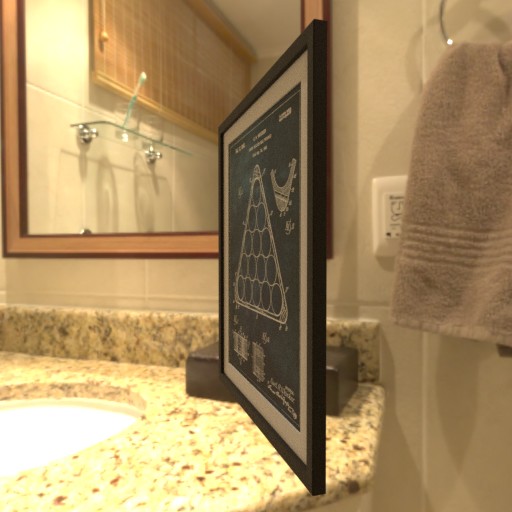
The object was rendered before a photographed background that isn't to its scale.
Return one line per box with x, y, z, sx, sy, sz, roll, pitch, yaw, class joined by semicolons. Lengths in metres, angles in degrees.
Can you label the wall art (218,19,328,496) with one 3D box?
0.000;0.000;1.164;0.028;0.863;0.755;0;1;-18;wall art
